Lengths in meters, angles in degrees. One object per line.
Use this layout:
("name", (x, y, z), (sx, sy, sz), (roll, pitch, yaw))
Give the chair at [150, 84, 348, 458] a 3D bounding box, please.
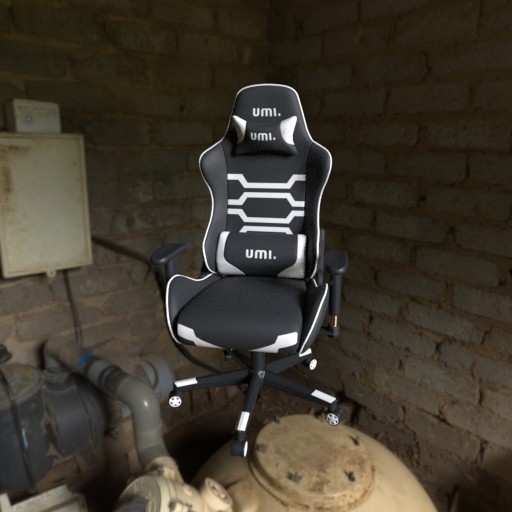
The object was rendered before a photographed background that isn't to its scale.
("chair", (0.000, 0.000, 1.650), (0.700, 1.240, 0.700), (3, 16, 10))
